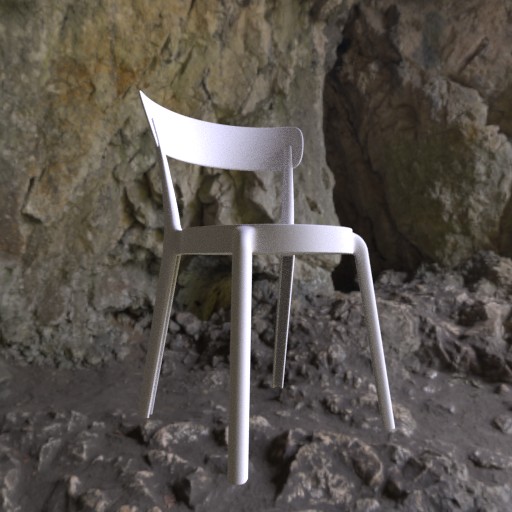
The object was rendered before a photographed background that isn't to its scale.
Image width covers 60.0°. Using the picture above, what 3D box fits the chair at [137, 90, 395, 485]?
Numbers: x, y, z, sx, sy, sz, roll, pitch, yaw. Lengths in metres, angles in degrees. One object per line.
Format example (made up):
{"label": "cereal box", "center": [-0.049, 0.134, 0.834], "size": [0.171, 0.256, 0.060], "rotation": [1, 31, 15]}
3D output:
{"label": "chair", "center": [0.000, 0.000, 1.085], "size": [0.506, 0.790, 0.491], "rotation": [0, -1, -36]}
